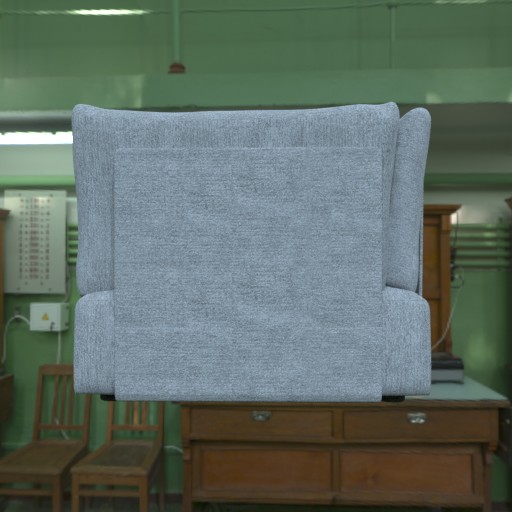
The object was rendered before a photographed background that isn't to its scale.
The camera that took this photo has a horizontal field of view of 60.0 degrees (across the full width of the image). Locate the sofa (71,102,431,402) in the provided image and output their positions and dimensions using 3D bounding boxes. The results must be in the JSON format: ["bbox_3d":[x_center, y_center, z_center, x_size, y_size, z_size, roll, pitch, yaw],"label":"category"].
[{"bbox_3d":[0.000,0.000,1.655,1.000,0.820,1.000,0,0,1],"label":"sofa"}]
